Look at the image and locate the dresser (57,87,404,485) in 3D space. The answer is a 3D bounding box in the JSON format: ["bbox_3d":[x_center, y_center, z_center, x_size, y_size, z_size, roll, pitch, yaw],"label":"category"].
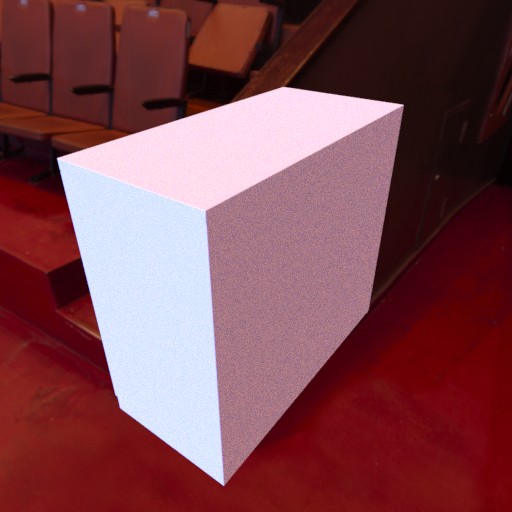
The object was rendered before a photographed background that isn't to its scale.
[{"bbox_3d":[0.000,0.000,1.264,0.420,0.740,0.830,21,38,30],"label":"dresser"}]
